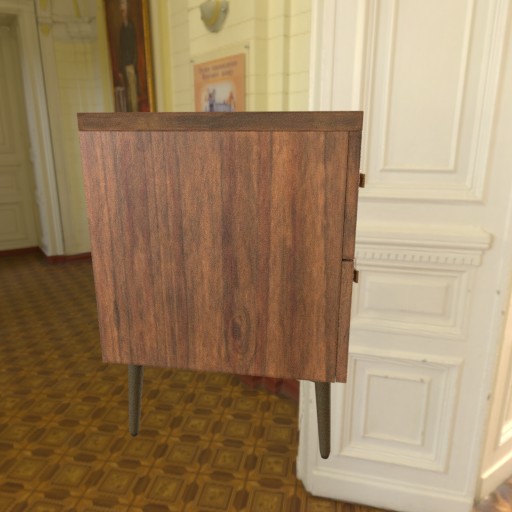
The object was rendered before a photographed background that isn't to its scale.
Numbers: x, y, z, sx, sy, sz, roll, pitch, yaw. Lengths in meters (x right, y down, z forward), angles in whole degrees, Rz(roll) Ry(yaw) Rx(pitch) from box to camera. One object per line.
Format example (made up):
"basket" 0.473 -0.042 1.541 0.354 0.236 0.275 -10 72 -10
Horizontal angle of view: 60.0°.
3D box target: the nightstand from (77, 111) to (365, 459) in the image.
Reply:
"nightstand" 0.000 0.000 1.019 0.458 0.610 0.610 3 16 9
